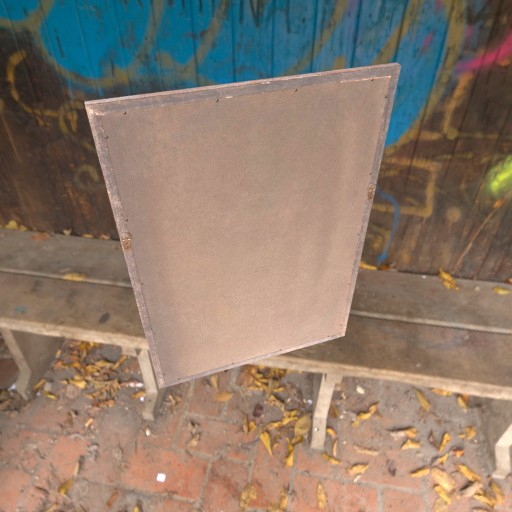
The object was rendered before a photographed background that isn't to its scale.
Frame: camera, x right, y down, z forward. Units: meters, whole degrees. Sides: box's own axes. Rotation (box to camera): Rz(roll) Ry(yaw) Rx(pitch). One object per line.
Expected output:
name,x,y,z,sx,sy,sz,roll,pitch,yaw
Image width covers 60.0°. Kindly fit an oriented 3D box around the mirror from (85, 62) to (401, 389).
mirror,0.000,0.000,1.278,0.705,0.996,0.025,-13,43,-14
